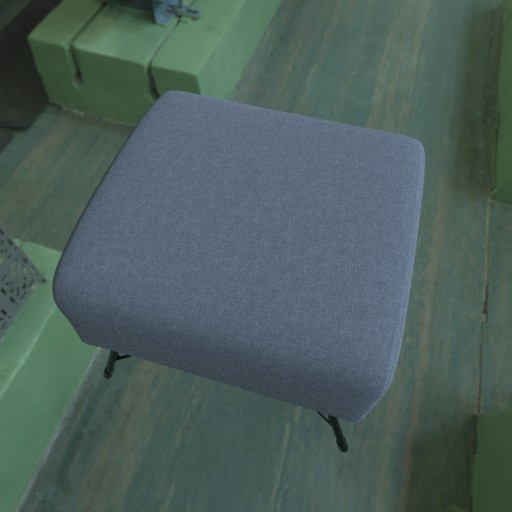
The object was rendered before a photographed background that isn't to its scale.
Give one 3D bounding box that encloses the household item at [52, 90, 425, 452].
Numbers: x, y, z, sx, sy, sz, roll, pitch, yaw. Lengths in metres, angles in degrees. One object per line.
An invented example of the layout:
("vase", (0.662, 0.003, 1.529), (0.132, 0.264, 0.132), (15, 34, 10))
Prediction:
("household item", (0.000, 0.000, 0.865), (0.530, 0.410, 0.530), (14, 60, 8))
